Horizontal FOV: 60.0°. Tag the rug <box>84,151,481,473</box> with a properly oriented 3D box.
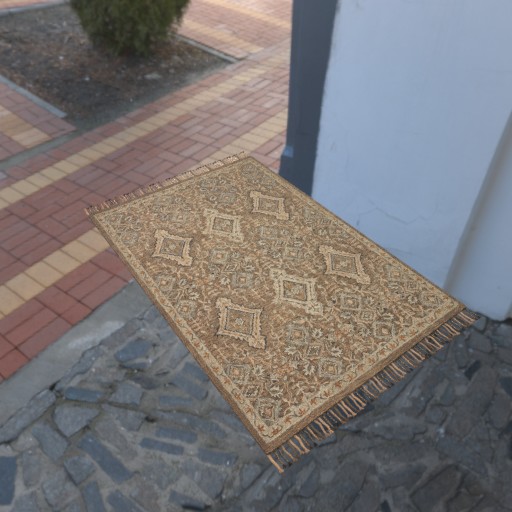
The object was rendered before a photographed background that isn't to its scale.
[{"bbox_3d":[0.000,0.000,3.009,1.516,0.010,2.434,-26,48,-26],"label":"rug"}]
